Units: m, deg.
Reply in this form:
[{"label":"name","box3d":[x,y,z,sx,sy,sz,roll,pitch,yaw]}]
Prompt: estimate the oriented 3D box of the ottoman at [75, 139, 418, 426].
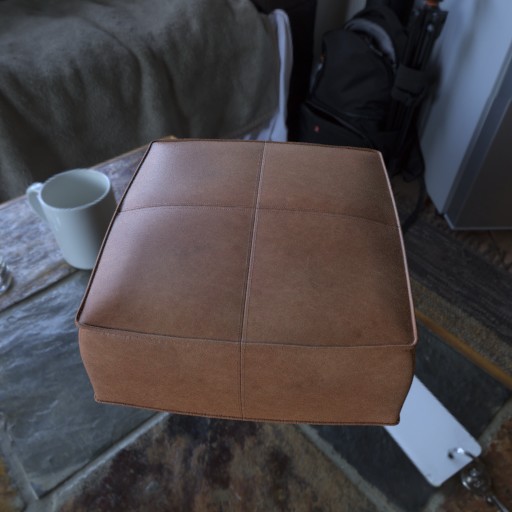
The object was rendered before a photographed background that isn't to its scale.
[{"label":"ottoman","box3d":[0.000,0.000,1.392,0.902,0.395,0.901,3,47,3]}]
